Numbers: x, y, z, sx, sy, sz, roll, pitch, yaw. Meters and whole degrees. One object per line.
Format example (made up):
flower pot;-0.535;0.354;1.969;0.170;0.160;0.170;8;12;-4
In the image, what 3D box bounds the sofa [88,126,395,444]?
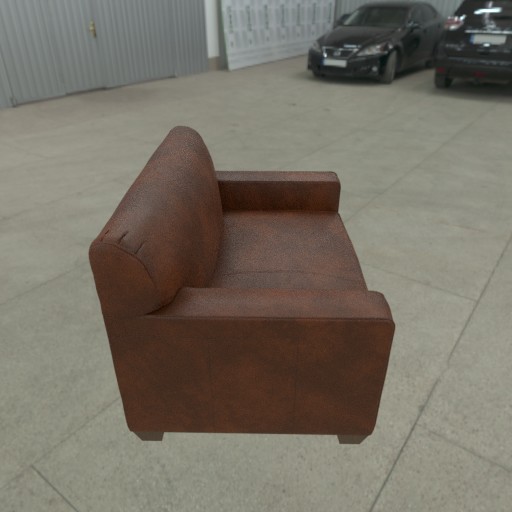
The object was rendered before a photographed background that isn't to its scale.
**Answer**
sofa;0.000;0.000;2.090;1.000;0.956;1.413;1;31;1
